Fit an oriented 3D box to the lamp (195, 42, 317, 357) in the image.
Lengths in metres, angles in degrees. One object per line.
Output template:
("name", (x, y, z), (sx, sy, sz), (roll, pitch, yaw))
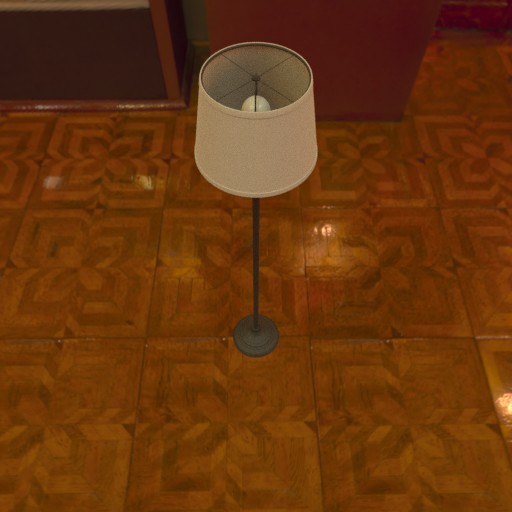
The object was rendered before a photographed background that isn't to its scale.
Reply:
("lamp", (0.000, 0.000, 1.625), (0.327, 1.506, 0.327), (1, 58, 1))
